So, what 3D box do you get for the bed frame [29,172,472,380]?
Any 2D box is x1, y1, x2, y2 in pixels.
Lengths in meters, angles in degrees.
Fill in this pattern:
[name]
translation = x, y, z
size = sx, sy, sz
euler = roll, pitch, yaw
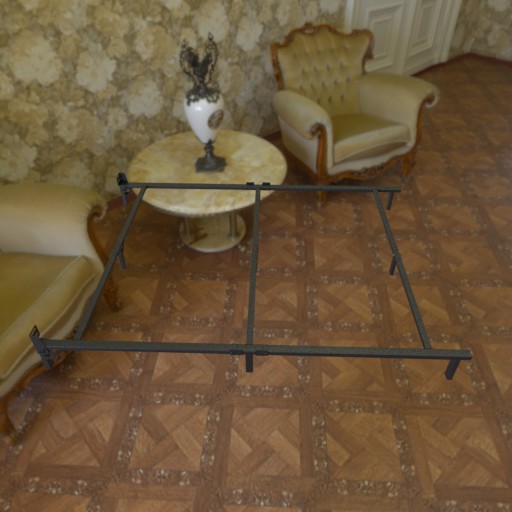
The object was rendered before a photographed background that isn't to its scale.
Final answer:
[bed frame]
translation = 0.000, 0.000, 2.615
size = 1.990, 0.248, 1.498
euler = 1, 39, 1
